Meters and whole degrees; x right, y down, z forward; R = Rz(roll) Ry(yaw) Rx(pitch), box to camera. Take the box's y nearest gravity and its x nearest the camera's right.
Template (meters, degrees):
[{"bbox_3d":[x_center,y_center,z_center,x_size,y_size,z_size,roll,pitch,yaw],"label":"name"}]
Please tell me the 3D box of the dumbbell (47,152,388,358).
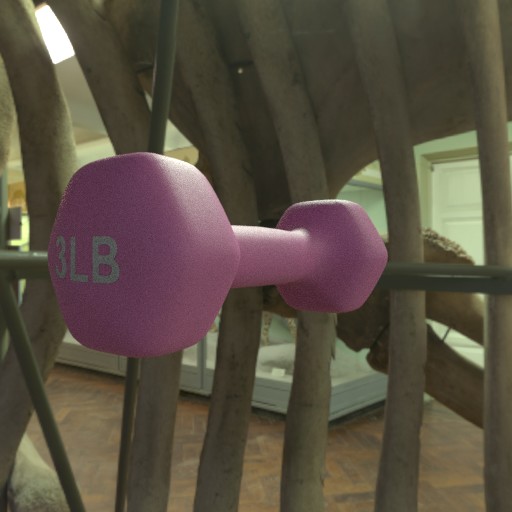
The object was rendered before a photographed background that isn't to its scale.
[{"bbox_3d":[0.000,0.000,0.183,0.064,0.058,0.159,0,0,37],"label":"dumbbell"}]
